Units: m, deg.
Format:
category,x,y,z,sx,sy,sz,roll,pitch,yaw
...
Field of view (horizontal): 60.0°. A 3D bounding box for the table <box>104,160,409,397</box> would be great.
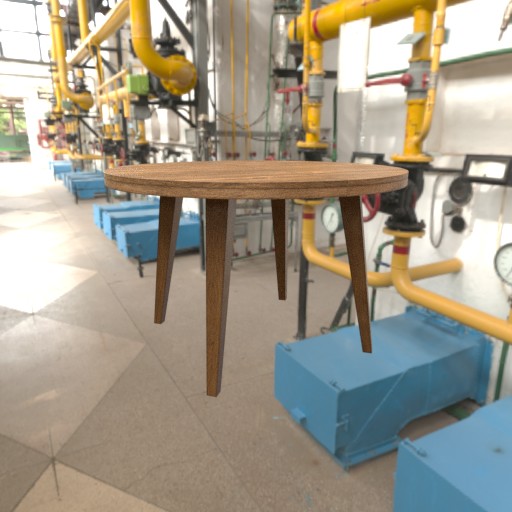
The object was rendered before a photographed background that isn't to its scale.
category,x,y,z,sx,sy,sz,roll,pitch,yaw
table,0.000,0.000,1.957,1.213,0.764,1.213,0,15,0
